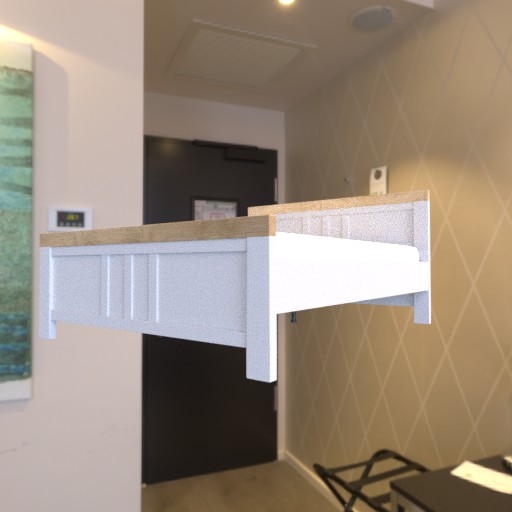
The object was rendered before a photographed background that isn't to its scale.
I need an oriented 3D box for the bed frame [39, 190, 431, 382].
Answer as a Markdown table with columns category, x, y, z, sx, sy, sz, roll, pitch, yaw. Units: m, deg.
| category | x | y | z | sx | sy | sz | roll | pitch | yaw |
| --- | --- | --- | --- | --- | --- | --- | --- | --- | --- |
| bed frame | 0.000 | 0.000 | 2.942 | 1.670 | 0.980 | 2.050 | -1 | -1 | 37 |
